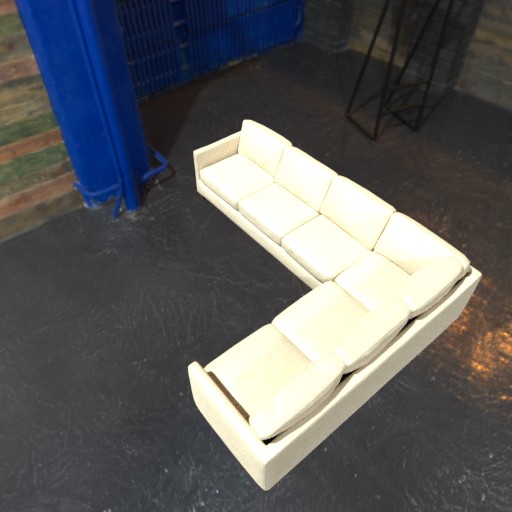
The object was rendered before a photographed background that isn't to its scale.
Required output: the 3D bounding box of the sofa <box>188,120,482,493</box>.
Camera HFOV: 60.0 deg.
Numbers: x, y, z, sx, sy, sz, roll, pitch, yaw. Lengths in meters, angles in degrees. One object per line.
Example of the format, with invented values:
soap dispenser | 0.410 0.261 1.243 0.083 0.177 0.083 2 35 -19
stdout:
sofa | 0.000 0.000 4.416 2.593 0.947 3.302 -31 54 -26
